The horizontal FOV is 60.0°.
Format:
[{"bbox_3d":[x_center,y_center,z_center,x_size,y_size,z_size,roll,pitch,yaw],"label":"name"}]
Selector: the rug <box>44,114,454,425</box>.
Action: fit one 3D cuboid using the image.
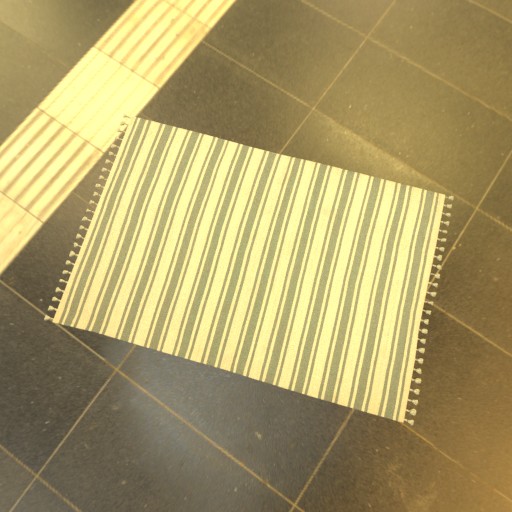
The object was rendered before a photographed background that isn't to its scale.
[{"bbox_3d":[0.000,0.000,2.945,2.410,0.011,1.539,15,76,4],"label":"rug"}]
